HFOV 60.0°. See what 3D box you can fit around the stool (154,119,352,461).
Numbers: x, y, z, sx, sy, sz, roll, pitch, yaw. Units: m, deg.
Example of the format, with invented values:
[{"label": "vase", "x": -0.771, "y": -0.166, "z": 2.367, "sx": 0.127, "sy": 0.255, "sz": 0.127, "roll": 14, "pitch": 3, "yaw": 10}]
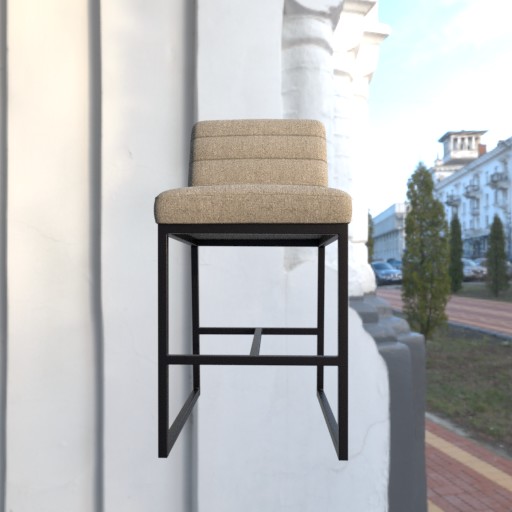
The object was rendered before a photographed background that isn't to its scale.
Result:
[{"label": "stool", "x": 0.000, "y": 0.000, "z": 1.277, "sx": 0.460, "sy": 0.940, "sz": 0.560, "roll": 0, "pitch": 0, "yaw": 2}]
